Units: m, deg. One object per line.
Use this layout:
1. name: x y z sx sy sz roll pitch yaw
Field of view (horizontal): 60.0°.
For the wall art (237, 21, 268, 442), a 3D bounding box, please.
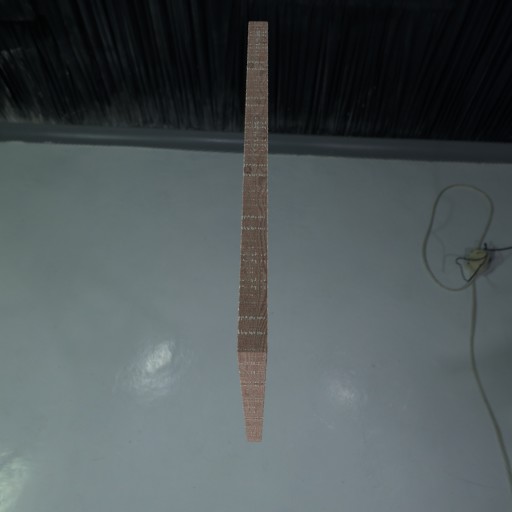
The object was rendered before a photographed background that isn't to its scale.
1. wall art: 0.000 0.000 0.779 0.029 0.531 0.531 1 59 0
